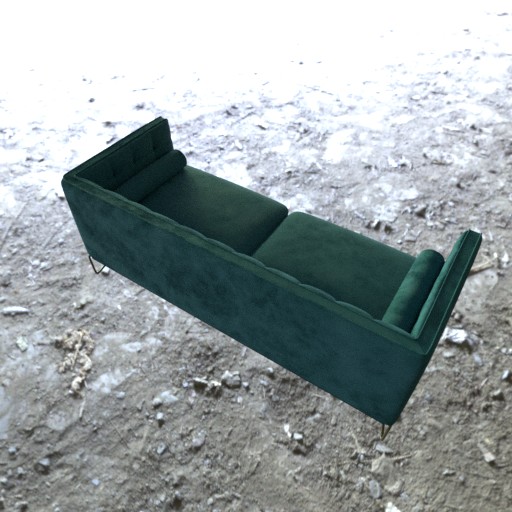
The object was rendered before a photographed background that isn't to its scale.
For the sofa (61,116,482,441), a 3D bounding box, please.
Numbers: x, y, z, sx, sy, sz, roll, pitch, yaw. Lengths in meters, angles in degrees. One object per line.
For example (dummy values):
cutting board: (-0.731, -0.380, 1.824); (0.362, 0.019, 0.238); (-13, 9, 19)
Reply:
sofa: (0.000, 0.000, 2.539); (2.087, 0.789, 0.867); (25, 51, 23)
